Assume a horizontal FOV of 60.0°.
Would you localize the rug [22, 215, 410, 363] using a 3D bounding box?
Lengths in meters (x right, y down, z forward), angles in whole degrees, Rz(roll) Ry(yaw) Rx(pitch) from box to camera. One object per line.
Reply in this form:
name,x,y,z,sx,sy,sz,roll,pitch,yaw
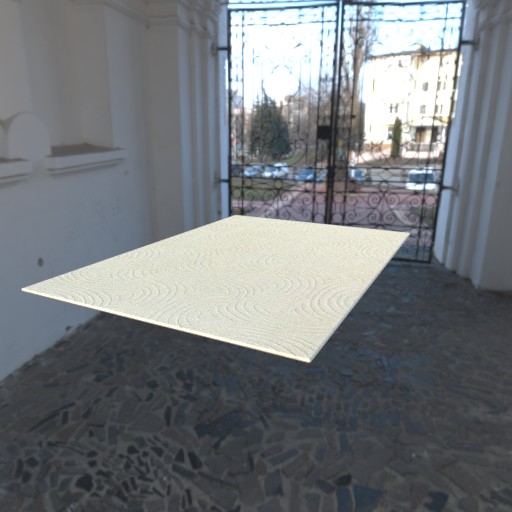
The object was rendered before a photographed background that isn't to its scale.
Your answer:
rug,0.000,0.000,2.777,1.526,0.015,2.132,8,18,26
